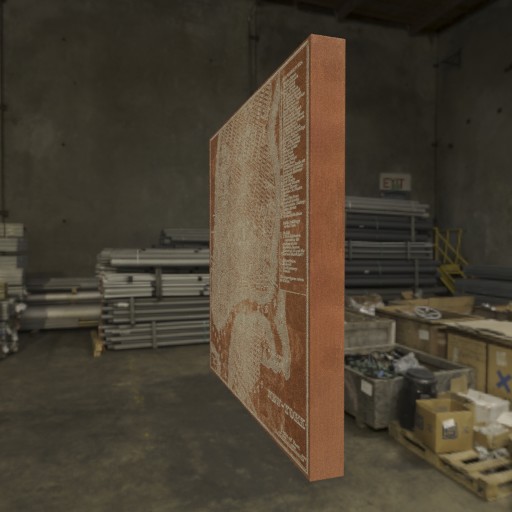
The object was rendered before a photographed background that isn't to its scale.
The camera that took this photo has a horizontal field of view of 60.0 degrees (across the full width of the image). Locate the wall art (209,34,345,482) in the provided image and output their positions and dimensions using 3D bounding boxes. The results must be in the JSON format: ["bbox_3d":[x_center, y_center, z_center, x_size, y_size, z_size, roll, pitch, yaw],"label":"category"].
[{"bbox_3d":[0.000,0.000,0.593,0.035,0.403,0.403,0,1,-19],"label":"wall art"}]
